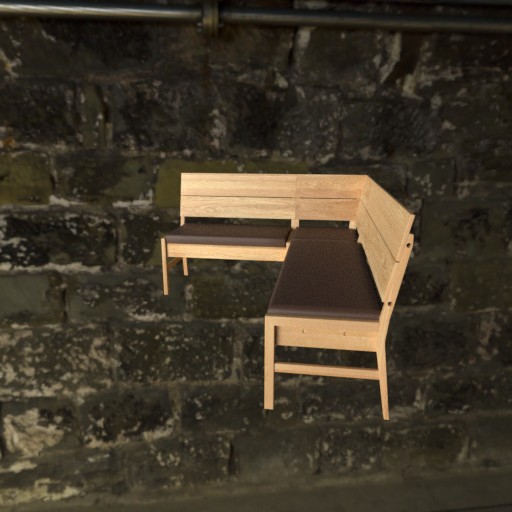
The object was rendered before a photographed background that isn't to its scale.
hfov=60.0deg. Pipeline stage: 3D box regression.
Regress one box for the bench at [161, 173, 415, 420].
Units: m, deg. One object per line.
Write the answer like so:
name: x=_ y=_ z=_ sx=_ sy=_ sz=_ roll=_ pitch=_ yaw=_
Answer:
bench: x=0.000 y=0.000 z=2.826 sx=1.549 sy=0.890 sz=1.975 roll=2 pitch=15 yaw=7
